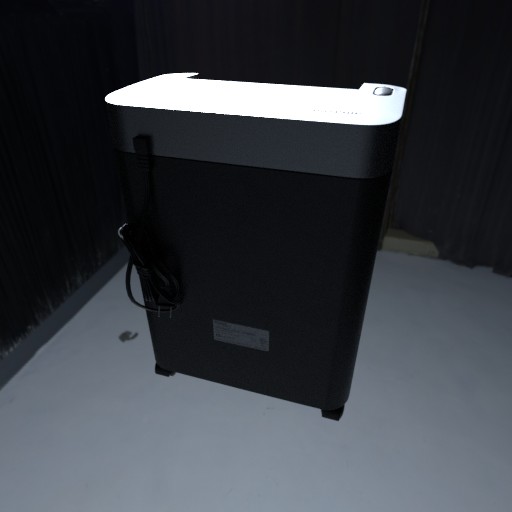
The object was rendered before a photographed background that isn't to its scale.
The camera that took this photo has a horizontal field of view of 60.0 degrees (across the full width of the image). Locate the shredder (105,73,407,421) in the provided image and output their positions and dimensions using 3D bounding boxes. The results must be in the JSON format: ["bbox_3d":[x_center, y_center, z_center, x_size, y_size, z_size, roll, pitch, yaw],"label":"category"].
[{"bbox_3d":[0.000,0.000,0.592,0.311,0.419,0.237,10,33,15],"label":"shredder"}]
